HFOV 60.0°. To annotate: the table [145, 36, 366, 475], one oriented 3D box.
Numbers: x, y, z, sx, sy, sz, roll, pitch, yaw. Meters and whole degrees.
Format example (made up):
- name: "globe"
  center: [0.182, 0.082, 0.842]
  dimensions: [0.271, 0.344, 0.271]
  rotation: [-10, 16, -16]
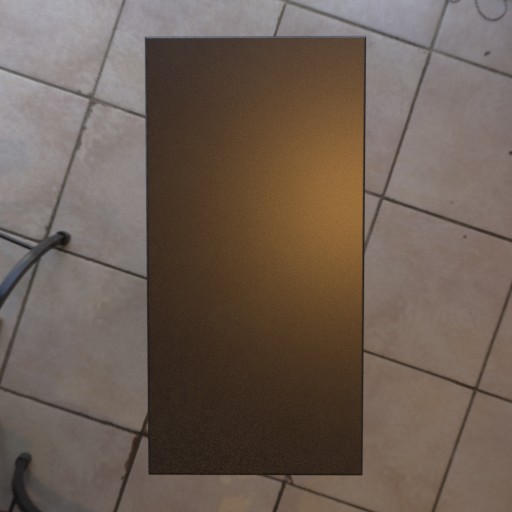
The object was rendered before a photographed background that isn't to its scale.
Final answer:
- name: "table"
  center: [0.000, 0.000, 1.368]
  dimensions: [0.550, 0.510, 1.107]
  rotation: [0, 92, 0]
